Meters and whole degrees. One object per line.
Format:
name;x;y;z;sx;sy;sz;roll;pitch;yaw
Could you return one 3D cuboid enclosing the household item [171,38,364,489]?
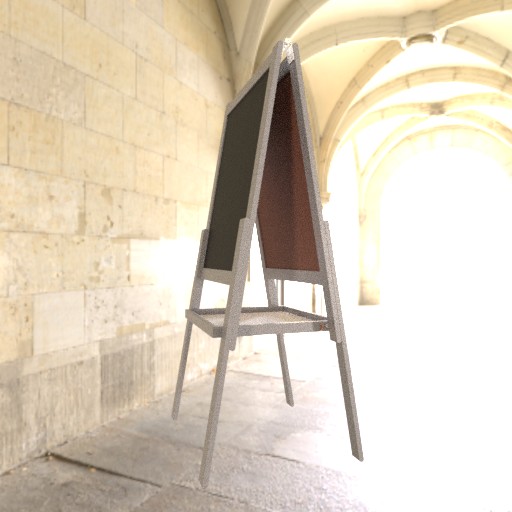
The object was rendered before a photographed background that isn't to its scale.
household item;0.000;0.000;1.439;0.469;1.172;0.531;0;0;-19
